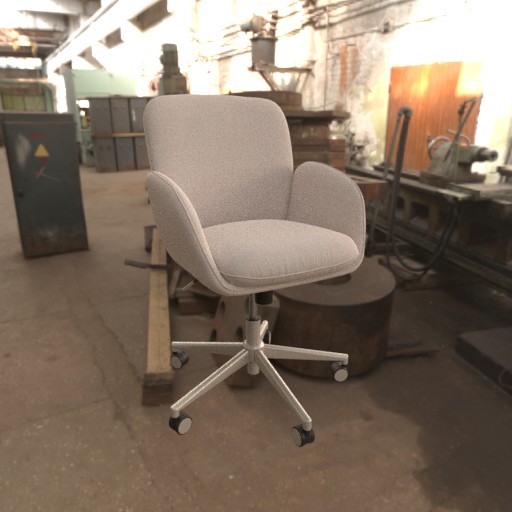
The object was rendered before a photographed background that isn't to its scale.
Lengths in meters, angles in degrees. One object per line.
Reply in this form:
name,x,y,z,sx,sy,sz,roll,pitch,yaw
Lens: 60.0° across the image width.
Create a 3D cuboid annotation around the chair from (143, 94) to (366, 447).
chair,0.000,0.000,1.365,0.648,0.959,0.633,-9,20,-26
